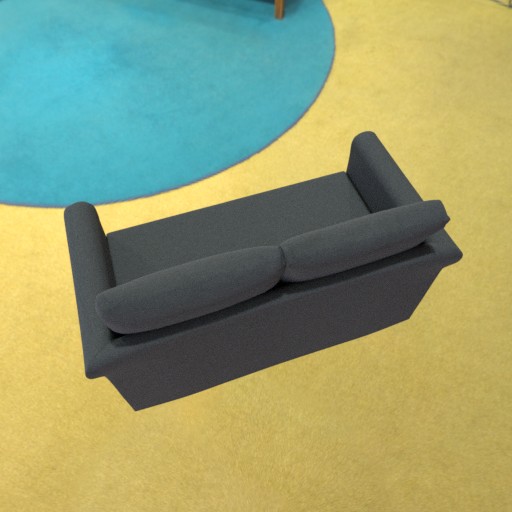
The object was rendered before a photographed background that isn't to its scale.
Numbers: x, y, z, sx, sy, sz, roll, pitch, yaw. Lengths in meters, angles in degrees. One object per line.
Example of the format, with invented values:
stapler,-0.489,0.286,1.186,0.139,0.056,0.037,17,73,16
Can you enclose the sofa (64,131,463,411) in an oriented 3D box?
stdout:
sofa,0.000,0.000,1.936,1.460,0.872,0.741,-16,58,-10
